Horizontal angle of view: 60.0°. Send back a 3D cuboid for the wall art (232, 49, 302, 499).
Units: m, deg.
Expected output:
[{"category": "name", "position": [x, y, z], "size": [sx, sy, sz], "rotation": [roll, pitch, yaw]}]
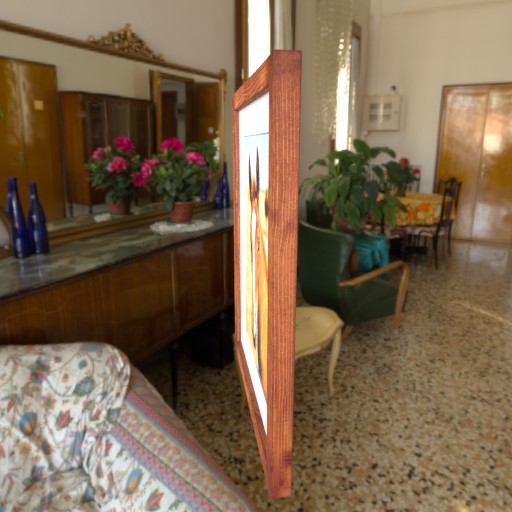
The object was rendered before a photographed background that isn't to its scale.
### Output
[{"category": "wall art", "position": [0.000, 0.000, 0.750], "size": [0.030, 0.558, 0.462], "rotation": [-2, 14, -8]}]
